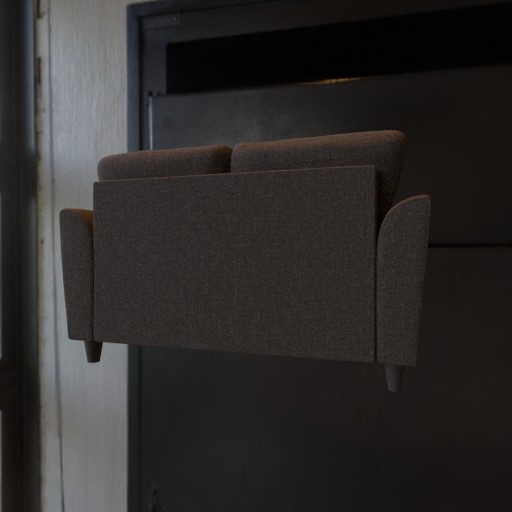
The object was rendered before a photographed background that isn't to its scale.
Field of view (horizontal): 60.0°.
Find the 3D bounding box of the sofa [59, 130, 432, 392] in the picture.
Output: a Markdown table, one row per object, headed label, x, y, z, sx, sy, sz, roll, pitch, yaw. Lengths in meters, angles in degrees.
| label | x | y | z | sx | sy | sz | roll | pitch | yaw |
| --- | --- | --- | --- | --- | --- | --- | --- | --- | --- |
| sofa | 0.000 | 0.000 | 1.985 | 1.423 | 0.885 | 0.851 | 0 | 1 | 18 |
